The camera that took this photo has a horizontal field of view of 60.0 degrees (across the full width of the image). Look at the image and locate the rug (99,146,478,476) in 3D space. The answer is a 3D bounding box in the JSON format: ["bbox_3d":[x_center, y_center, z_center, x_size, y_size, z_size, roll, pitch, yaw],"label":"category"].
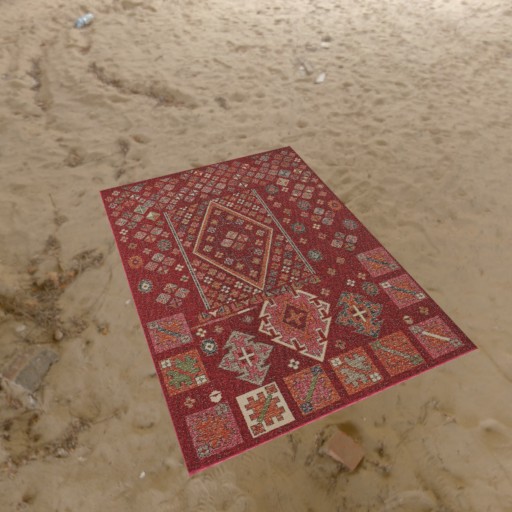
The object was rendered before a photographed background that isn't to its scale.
[{"bbox_3d":[0.000,0.000,4.234,2.389,0.011,3.306,-17,47,-17],"label":"rug"}]
